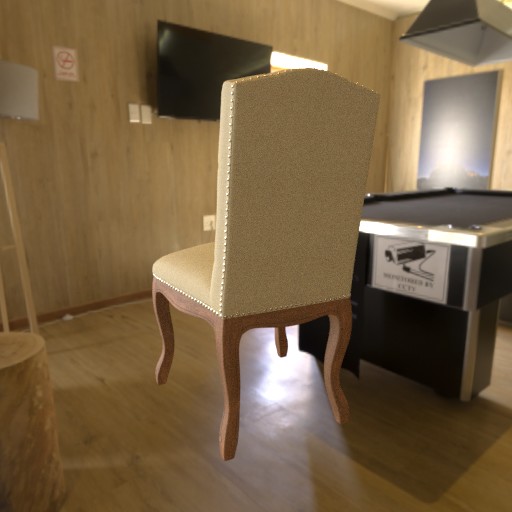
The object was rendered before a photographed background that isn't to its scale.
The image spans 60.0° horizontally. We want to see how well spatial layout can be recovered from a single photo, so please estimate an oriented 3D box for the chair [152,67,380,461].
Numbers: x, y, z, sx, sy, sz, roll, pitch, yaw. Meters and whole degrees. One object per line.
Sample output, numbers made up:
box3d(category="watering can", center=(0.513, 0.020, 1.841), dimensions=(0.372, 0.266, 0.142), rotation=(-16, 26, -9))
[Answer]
box3d(category="chair", center=(0.000, 0.000, 1.590), dimensions=(0.623, 1.165, 0.715), rotation=(-6, 14, -25))
